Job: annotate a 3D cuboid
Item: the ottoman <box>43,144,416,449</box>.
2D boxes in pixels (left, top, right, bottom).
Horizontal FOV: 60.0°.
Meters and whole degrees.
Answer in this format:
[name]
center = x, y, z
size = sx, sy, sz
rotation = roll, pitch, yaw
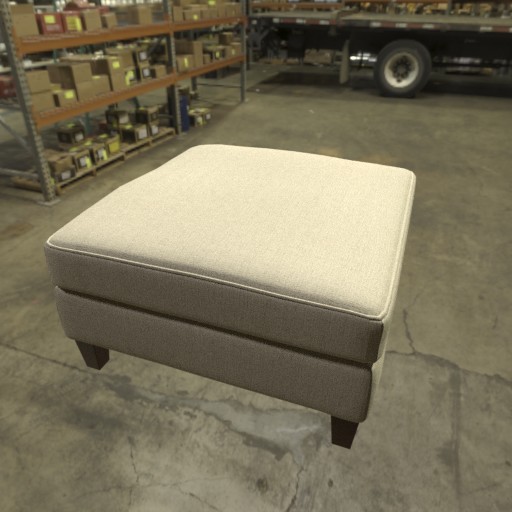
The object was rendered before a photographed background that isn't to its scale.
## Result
[ottoman]
center = 0.000, 0.000, 1.353
size = 0.838, 0.478, 0.838
rotation = 11, 33, 18
